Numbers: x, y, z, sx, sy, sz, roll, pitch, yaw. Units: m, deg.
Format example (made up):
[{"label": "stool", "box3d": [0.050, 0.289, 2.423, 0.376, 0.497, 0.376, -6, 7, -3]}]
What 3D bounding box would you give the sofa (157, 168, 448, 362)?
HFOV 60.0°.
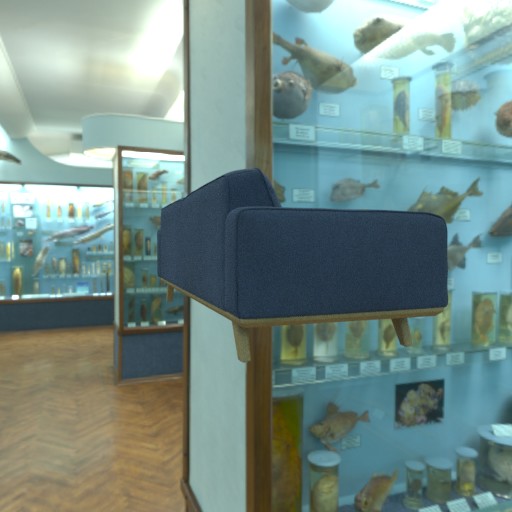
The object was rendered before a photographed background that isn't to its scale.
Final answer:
[{"label": "sofa", "box3d": [0.000, 0.000, 2.775, 0.953, 0.782, 2.270, -1, 2, -20]}]
